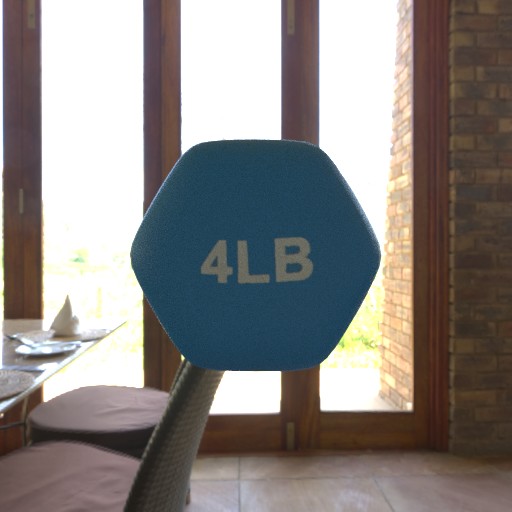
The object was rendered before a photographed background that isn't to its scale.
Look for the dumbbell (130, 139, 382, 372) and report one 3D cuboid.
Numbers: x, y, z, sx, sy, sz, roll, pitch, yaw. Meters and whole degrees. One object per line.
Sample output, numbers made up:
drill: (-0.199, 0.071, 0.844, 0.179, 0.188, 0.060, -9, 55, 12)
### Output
dumbbell: (0.000, 0.000, 0.191, 0.074, 0.066, 0.152, 0, 0, 1)
